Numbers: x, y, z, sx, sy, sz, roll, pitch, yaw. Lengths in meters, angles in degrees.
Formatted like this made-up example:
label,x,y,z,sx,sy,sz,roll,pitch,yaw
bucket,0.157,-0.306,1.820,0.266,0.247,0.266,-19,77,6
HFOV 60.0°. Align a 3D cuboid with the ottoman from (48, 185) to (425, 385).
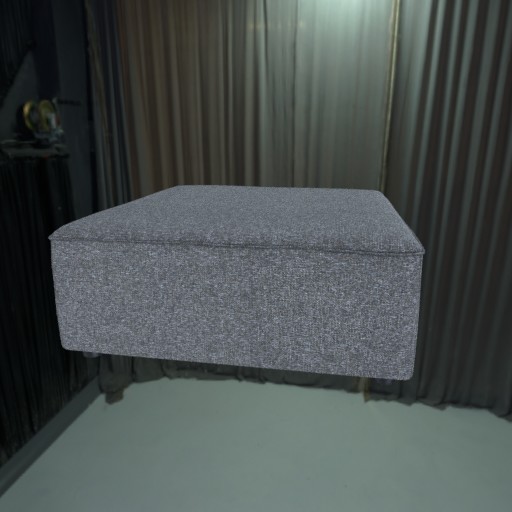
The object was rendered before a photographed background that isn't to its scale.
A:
label,x,y,z,sx,sy,sz,roll,pitch,yaw
ottoman,0.000,0.000,1.645,1.017,0.423,1.021,3,16,10
